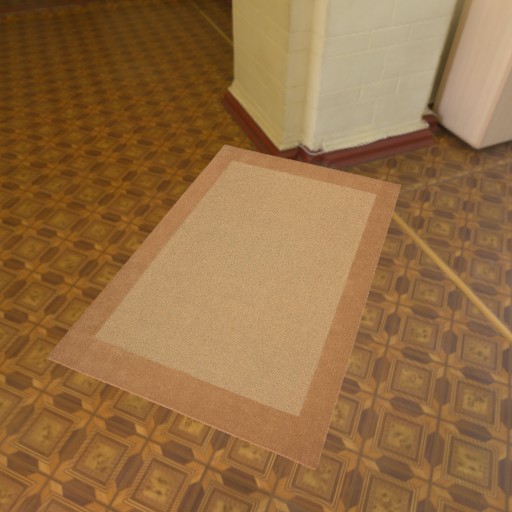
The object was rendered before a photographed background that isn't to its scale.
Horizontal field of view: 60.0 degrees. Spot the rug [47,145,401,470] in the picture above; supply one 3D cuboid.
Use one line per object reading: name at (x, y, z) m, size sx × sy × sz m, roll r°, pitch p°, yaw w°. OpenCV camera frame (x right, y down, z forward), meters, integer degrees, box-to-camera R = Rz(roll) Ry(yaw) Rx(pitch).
rug at (0.000, 0.000, 2.351) m, size 1.219 × 0.014 × 1.829 m, roll 16°, pitch 48°, yaw 15°
